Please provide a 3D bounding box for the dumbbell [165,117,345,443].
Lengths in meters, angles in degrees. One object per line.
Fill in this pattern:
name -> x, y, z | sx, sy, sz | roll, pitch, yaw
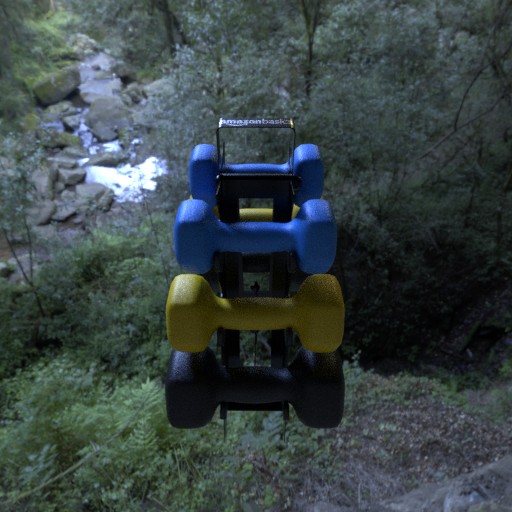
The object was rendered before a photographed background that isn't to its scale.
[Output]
dumbbell -> 0.000, 0.000, 0.669 | 0.255, 0.426, 0.409 | 0, 41, 0
